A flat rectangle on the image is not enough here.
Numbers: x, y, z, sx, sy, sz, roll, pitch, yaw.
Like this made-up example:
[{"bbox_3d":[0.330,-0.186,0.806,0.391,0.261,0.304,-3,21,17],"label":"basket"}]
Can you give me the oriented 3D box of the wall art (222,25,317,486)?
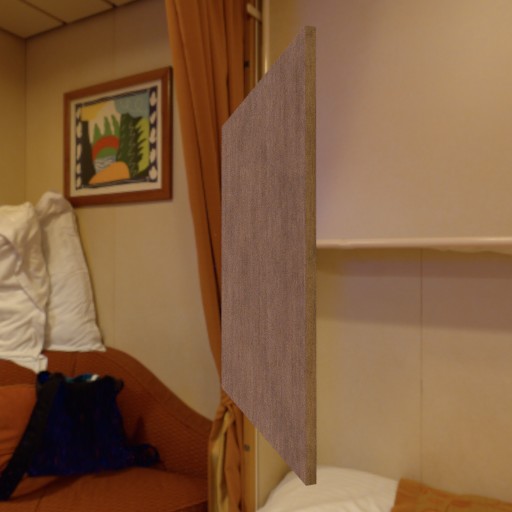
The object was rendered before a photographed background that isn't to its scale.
[{"bbox_3d":[0.000,0.000,0.916,0.018,0.686,0.534,0,-1,-18],"label":"wall art"}]
